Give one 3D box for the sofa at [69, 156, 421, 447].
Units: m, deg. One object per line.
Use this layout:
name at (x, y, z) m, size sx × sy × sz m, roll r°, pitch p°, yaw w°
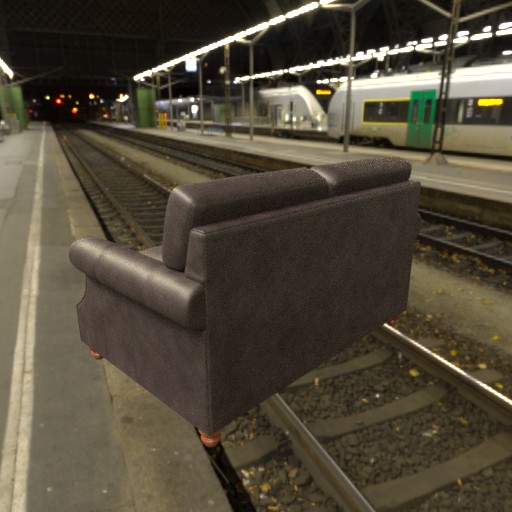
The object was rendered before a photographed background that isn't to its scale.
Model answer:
sofa at (0.000, 0.000, 2.315) m, size 1.030 × 0.979 × 1.663 m, roll 17°, pitch 24°, yaw 42°
